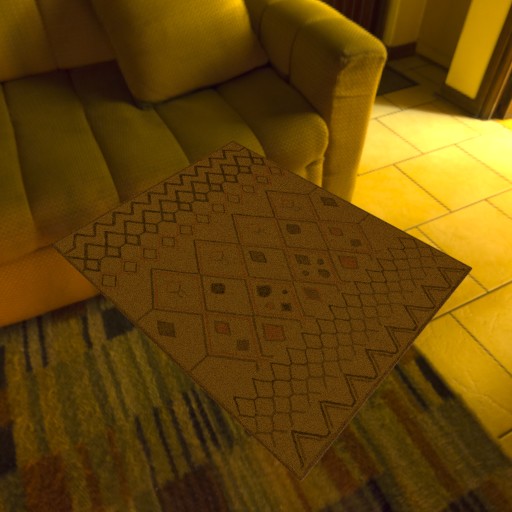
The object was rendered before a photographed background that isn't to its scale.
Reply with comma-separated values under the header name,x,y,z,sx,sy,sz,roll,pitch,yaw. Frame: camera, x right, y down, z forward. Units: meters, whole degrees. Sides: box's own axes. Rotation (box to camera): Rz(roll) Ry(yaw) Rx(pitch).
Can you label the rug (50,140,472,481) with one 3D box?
name,x,y,z,sx,sy,sz,roll,pitch,yaw
rug,0.000,0.000,4.082,3.050,0.016,2.441,34,56,28
